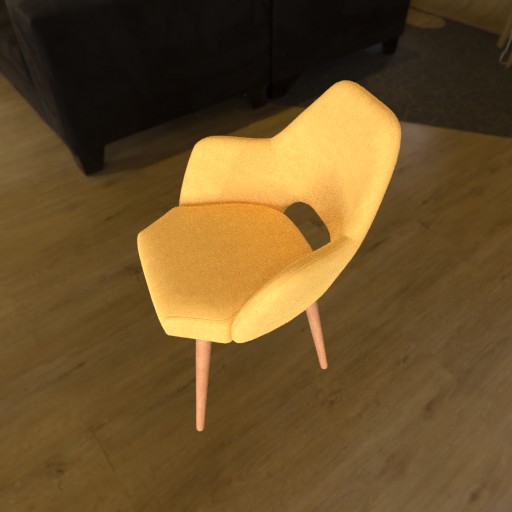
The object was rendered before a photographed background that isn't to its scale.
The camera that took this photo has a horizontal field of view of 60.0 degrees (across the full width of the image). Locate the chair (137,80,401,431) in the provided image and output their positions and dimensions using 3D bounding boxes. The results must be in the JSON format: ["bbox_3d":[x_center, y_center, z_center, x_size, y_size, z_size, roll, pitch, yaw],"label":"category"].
[{"bbox_3d":[0.000,0.000,1.244,0.610,0.840,0.590,-16,48,-15],"label":"chair"}]
